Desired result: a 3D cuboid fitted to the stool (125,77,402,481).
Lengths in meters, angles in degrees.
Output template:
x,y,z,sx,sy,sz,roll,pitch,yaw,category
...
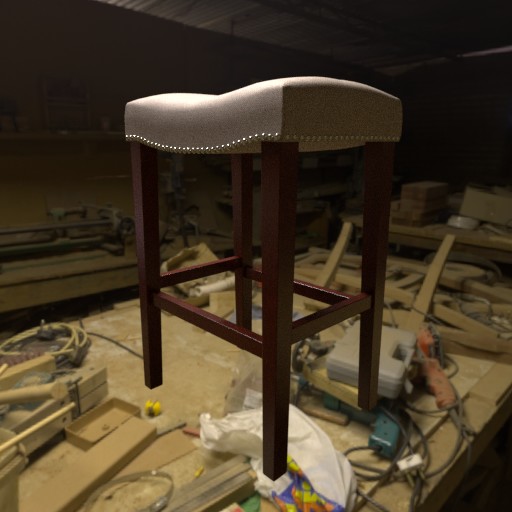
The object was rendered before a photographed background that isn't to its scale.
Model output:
x,y,z,sx,sy,sz,roll,pitch,yaw,category
0.000,0.000,1.043,0.372,0.742,0.504,-14,20,-42,stool
